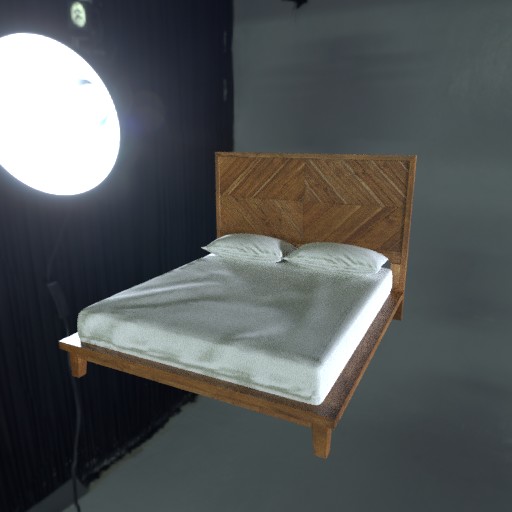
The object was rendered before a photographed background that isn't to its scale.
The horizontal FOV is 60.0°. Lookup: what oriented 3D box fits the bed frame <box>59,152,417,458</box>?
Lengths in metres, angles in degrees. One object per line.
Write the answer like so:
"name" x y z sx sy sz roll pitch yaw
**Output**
"bed frame" 0.000 0.000 3.564 2.038 1.537 2.235 7 17 26
